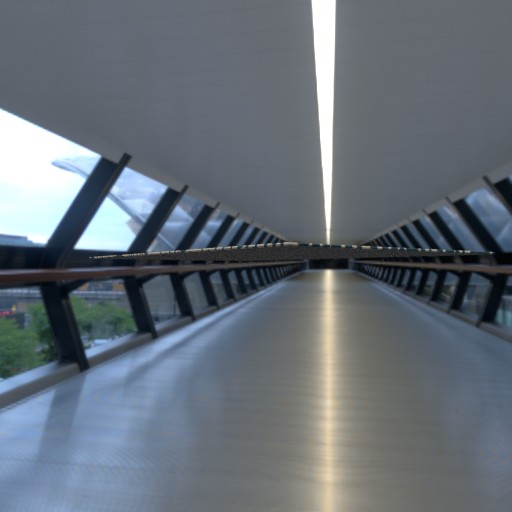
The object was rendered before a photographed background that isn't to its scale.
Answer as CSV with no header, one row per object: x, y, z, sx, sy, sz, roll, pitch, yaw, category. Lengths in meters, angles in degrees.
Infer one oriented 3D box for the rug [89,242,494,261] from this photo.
0.000,0.000,3.002,1.517,0.011,2.435,1,-2,-36,rug
